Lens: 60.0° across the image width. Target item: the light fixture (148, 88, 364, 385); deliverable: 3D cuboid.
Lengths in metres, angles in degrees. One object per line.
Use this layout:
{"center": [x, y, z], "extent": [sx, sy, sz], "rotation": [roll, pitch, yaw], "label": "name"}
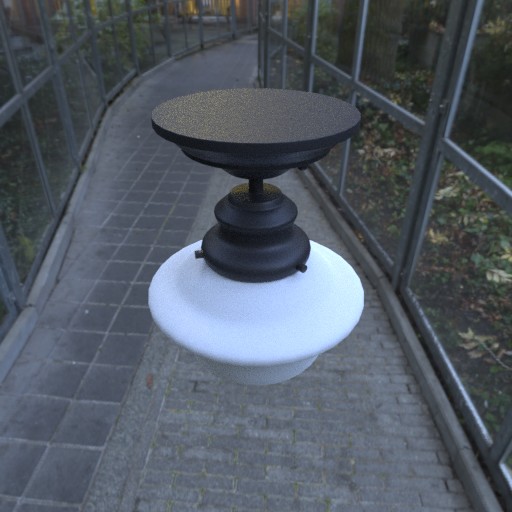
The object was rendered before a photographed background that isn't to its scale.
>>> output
{"center": [0.000, 0.000, 0.394], "extent": [0.197, 0.254, 0.197], "rotation": [0, 32, 0], "label": "light fixture"}
